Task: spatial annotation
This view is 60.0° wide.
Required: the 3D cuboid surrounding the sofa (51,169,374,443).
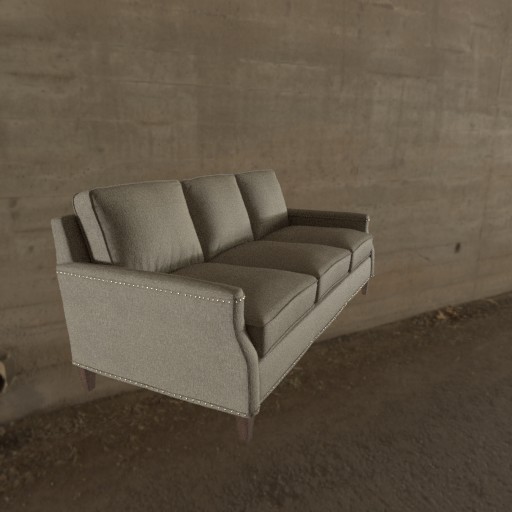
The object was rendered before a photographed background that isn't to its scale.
[{"bbox_3d":[0.000,0.000,2.834,1.084,1.003,2.246,7,15,26],"label":"sofa"}]
